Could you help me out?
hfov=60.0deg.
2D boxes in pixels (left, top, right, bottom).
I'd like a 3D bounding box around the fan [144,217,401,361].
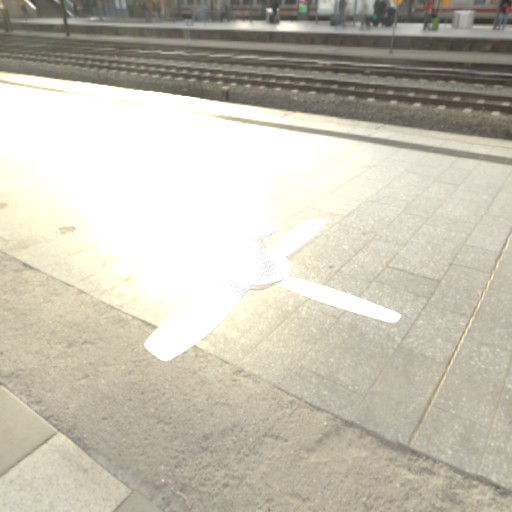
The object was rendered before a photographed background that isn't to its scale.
[{"bbox_3d":[0.000,0.000,2.554,1.694,0.382,1.693,18,34,28],"label":"fan"}]
